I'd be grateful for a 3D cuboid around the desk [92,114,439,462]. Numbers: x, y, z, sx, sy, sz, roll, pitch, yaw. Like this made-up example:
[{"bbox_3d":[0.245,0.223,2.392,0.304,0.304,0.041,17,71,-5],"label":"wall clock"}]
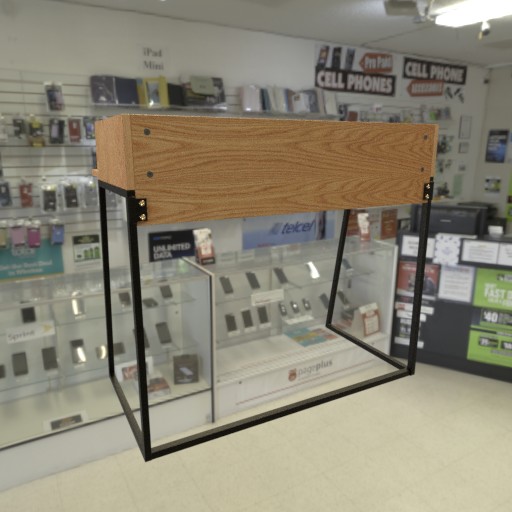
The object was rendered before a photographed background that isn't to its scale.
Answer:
[{"bbox_3d":[0.000,0.000,1.871,1.191,1.061,0.769,-7,16,-27],"label":"desk"}]
